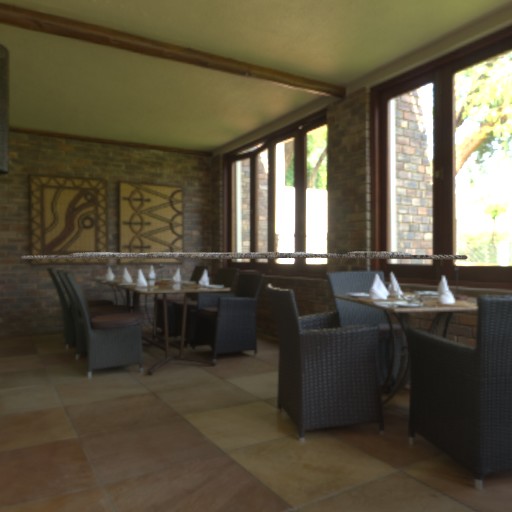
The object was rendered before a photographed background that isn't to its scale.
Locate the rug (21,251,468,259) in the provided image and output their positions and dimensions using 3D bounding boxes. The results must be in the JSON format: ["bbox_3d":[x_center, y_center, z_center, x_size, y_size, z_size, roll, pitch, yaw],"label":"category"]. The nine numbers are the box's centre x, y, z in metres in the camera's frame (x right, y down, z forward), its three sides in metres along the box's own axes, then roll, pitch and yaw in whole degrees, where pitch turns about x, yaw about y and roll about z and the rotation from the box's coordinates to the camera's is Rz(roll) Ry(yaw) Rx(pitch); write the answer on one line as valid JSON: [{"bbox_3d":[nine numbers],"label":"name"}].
[{"bbox_3d":[0.000,0.000,2.276,1.823,0.030,1.222,0,0,18],"label":"rug"}]
